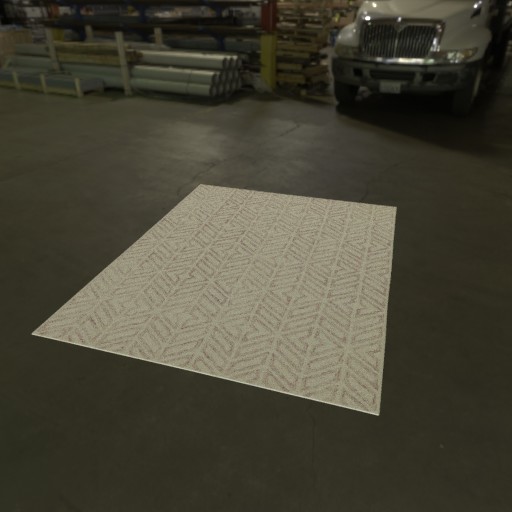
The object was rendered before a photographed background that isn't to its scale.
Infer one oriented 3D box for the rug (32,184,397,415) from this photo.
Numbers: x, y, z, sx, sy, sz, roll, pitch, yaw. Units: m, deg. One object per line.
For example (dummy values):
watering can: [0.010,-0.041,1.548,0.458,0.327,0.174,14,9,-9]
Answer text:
rug: [0.000,0.000,4.113,2.421,0.008,3.045,9,32,15]
